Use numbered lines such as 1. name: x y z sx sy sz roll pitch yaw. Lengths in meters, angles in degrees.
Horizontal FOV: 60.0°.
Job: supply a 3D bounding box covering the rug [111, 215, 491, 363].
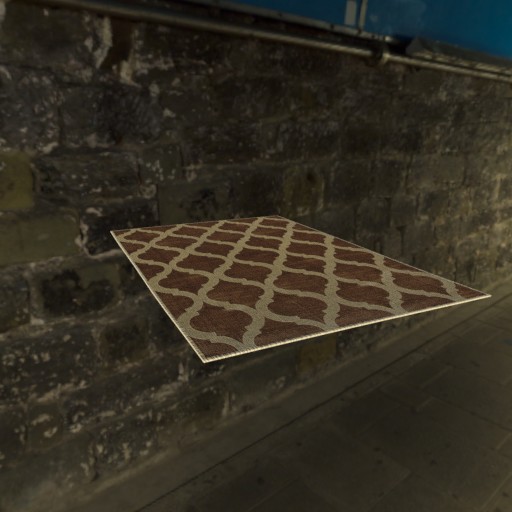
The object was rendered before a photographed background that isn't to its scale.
1. rug: 0.000 0.000 2.888 1.522 0.008 2.284 -8 18 -24
